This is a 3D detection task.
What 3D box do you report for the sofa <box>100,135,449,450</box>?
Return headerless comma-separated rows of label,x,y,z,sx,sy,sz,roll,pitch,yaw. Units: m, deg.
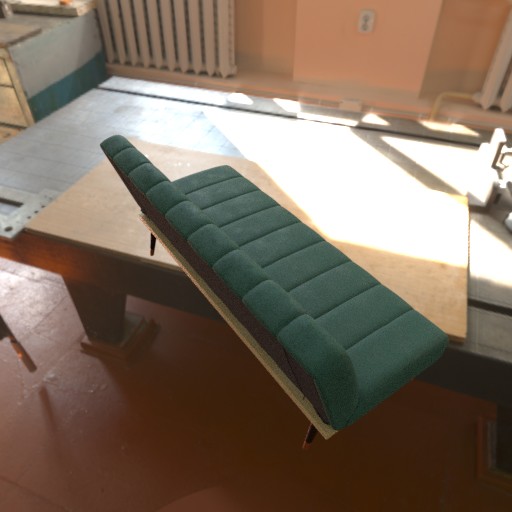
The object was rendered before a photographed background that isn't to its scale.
sofa,0.000,0.000,2.273,0.830,0.820,1.810,-25,47,-26
